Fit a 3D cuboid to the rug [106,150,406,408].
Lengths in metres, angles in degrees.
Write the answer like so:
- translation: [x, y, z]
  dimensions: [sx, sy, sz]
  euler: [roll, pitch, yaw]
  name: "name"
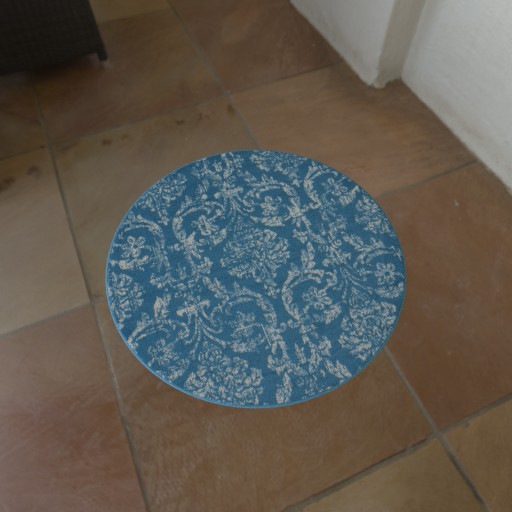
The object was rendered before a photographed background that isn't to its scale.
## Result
- translation: [0.000, 0.000, 2.387]
  dimensions: [1.593, 0.012, 1.593]
  euler: [0, 58, 0]
  name: "rug"
